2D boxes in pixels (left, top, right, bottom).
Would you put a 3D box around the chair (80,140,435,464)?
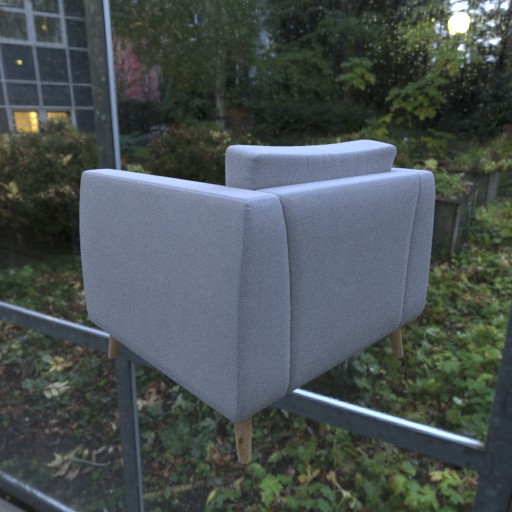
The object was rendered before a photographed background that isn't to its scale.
[{"bbox_3d":[0.000,0.000,1.698,1.000,0.860,0.930,-15,22,-41],"label":"chair"}]
